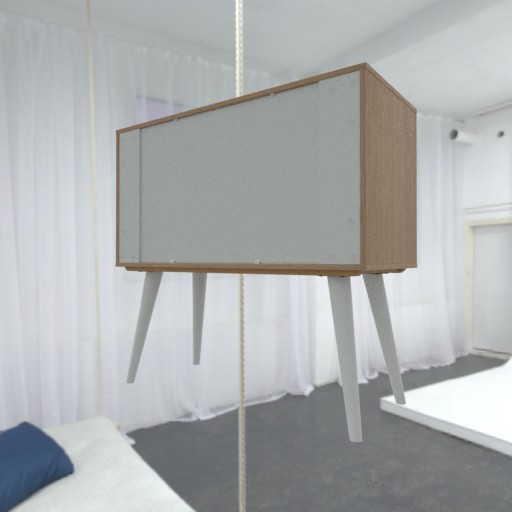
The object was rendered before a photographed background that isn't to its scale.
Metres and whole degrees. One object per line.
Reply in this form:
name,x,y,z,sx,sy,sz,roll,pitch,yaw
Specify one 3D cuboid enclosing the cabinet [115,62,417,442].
cabinet,0.000,0.000,1.664,1.057,1.016,0.470,0,-1,36
